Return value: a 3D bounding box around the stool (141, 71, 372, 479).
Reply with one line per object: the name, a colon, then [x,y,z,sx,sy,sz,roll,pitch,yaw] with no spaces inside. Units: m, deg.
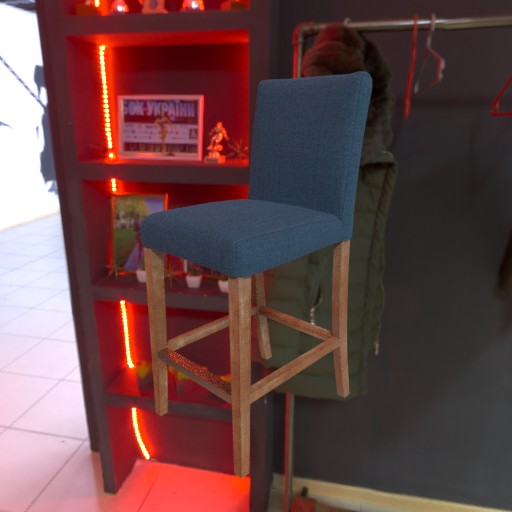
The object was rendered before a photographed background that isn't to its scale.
stool: [0.000,0.000,1.397,0.454,1.088,0.574,16,23,42]
